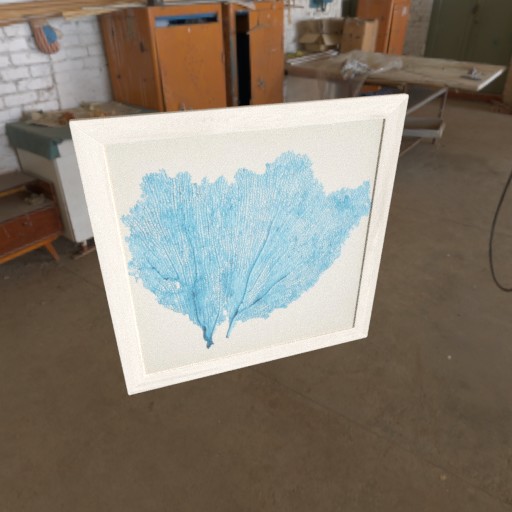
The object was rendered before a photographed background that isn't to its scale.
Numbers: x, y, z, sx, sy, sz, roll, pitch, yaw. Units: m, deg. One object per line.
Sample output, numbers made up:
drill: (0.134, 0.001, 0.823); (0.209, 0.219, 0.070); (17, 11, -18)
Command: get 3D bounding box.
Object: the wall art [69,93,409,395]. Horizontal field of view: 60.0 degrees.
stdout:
wall art: (0.000, 0.000, 0.887); (0.584, 0.584, 0.013); (-10, 33, -16)
